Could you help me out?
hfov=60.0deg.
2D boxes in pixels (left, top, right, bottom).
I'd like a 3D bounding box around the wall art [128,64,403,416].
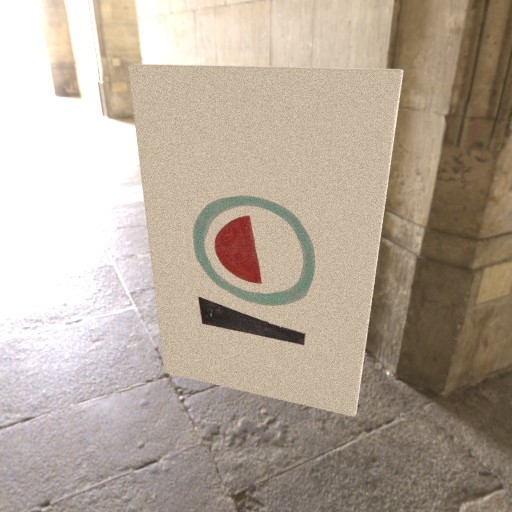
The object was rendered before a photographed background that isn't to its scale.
[{"bbox_3d":[0.000,0.000,1.146,0.602,0.902,0.048,8,28,16],"label":"wall art"}]
